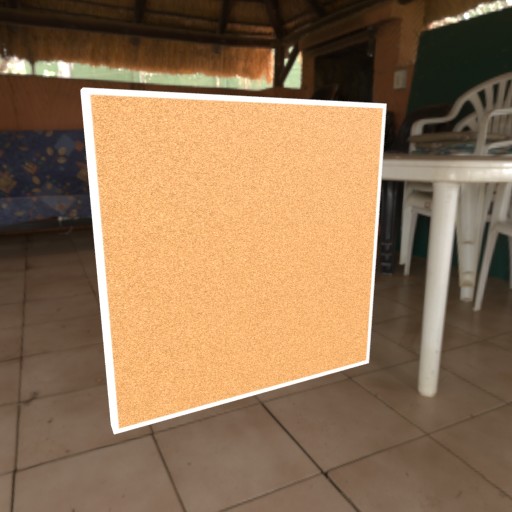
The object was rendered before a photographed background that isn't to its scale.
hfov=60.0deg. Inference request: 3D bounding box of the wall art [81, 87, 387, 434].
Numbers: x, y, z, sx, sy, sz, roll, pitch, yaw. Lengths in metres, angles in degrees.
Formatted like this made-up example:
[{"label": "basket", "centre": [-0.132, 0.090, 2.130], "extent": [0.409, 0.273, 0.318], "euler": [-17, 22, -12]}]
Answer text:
[{"label": "wall art", "centre": [0.000, 0.000, 1.132], "extent": [0.768, 0.765, 0.041], "euler": [-7, 16, -26]}]
